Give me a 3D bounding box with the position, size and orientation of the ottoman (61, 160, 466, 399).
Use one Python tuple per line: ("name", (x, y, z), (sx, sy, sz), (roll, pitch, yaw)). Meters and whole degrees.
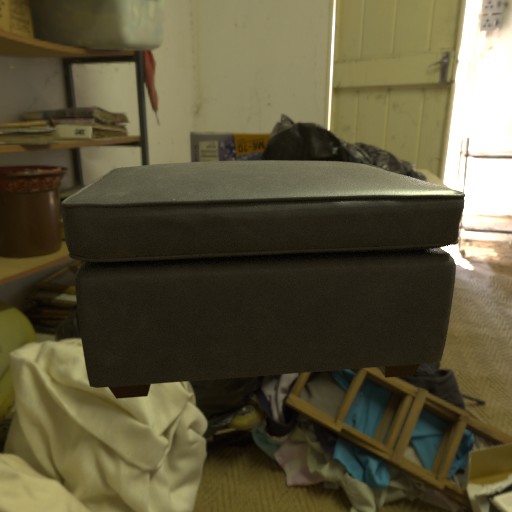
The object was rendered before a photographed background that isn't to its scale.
("ottoman", (0.000, 0.000, 1.094), (0.756, 0.445, 0.554), (-2, 18, -7))
